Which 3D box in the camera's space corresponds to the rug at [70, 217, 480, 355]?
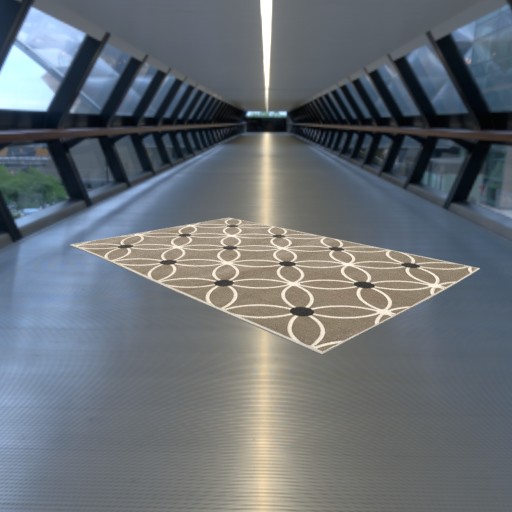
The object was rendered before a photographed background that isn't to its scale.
[{"bbox_3d":[0.000,0.000,2.905,1.522,0.008,2.284,-15,21,-42],"label":"rug"}]
